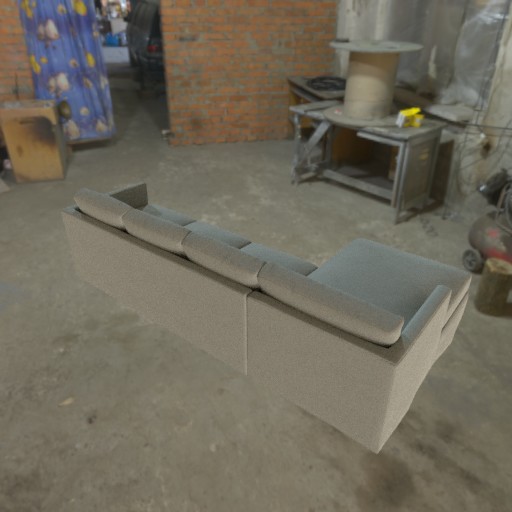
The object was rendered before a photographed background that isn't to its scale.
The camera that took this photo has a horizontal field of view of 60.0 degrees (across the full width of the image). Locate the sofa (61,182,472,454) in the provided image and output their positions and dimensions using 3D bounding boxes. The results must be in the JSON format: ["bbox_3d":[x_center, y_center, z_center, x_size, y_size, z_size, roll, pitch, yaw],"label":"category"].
[{"bbox_3d":[0.000,0.000,3.819,3.205,0.922,1.650,22,37,32],"label":"sofa"}]
